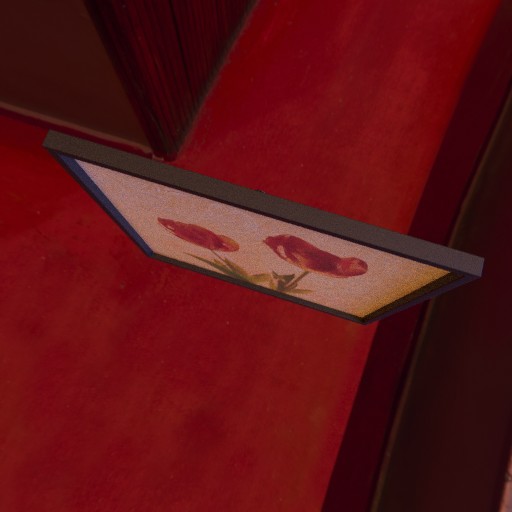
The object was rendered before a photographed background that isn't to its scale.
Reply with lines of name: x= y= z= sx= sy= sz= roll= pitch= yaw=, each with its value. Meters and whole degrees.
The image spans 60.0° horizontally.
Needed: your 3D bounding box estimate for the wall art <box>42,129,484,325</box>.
wall art: x=0.000 y=0.000 z=1.169 sx=0.805 sy=0.807 sz=0.043 roll=17 pitch=76 yaw=4
